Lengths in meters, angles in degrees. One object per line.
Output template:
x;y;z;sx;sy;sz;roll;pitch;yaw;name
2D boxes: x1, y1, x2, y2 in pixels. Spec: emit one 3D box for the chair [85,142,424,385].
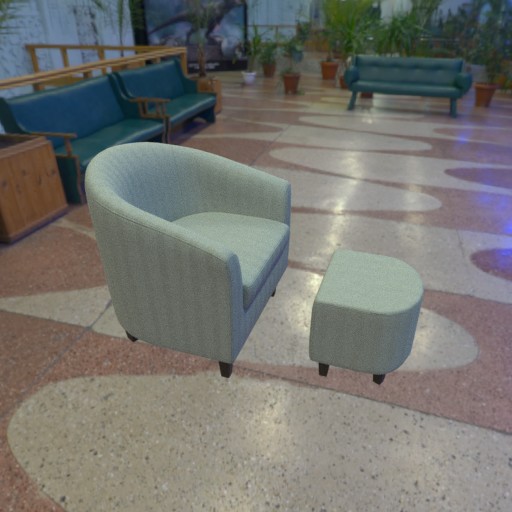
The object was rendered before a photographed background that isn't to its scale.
0.000;0.000;1.774;1.288;0.757;0.756;10;30;17;chair
